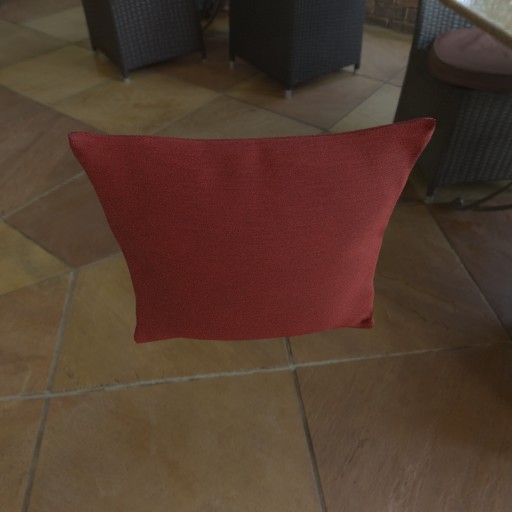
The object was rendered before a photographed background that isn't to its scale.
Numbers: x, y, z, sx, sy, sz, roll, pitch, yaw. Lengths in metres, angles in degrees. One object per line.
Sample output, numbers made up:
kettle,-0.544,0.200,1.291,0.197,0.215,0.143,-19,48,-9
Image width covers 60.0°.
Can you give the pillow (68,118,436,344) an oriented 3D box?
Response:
pillow,0.000,0.000,0.655,0.435,0.416,0.151,-3,45,-3
